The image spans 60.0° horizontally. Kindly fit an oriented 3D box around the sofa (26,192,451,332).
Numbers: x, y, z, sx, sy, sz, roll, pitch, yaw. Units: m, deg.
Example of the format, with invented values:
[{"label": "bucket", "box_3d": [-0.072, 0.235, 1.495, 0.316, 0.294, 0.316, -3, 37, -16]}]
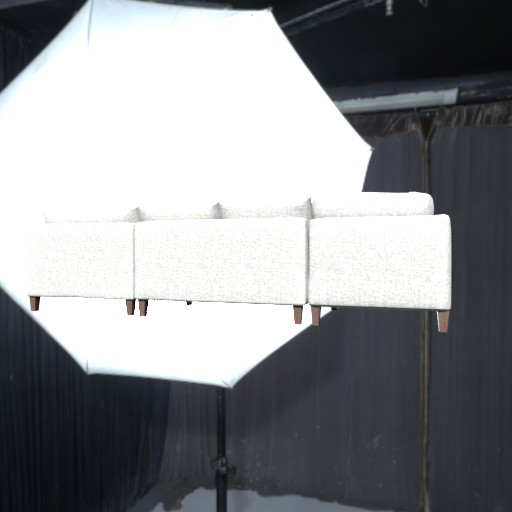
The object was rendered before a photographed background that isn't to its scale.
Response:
[{"label": "sofa", "box_3d": [0.000, 0.000, 4.538, 3.460, 0.959, 2.593, 0, 0, 18]}]
